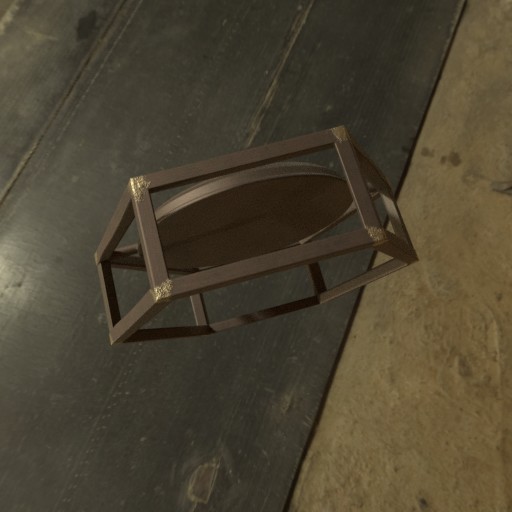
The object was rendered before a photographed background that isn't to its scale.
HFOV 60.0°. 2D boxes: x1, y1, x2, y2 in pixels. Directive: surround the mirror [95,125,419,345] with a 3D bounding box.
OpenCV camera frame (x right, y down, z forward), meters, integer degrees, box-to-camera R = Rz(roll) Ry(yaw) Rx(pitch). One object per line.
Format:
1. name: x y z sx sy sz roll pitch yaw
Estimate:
1. mirror: 0.000 0.000 0.542 0.380 0.334 0.119 -15 75 -4
